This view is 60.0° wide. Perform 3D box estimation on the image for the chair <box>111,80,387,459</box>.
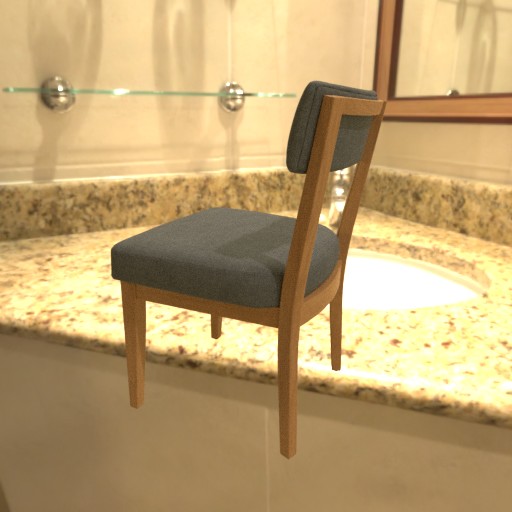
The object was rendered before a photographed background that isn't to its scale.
[{"bbox_3d":[0.000,0.000,1.176,0.572,0.832,0.508,9,20,24],"label":"chair"}]
